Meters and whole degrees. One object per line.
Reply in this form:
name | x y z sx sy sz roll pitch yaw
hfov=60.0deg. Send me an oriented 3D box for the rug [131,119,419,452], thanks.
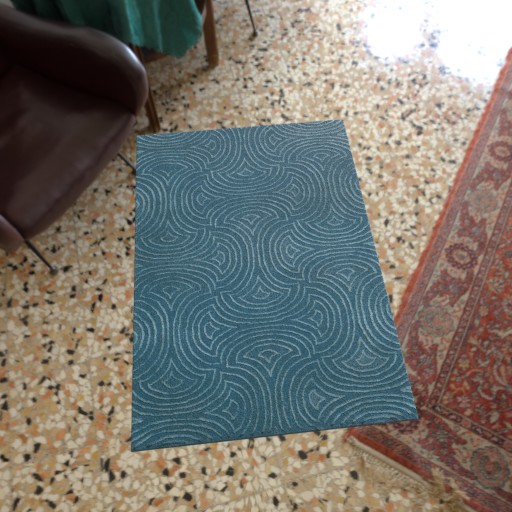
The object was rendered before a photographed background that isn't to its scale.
rug | 0.000 0.000 2.830 1.543 0.015 2.144 -5 64 -3
